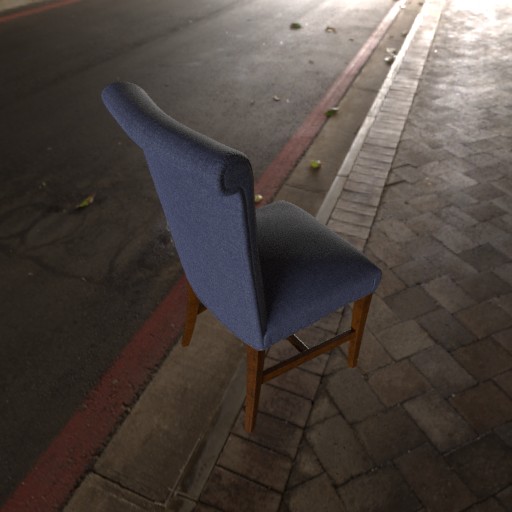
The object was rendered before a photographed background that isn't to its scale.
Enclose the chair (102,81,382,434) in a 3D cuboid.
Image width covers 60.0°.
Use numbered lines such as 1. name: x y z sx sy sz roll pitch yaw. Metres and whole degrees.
1. chair: 0.000 0.000 1.326 0.608 0.988 0.513 -25 45 -27
